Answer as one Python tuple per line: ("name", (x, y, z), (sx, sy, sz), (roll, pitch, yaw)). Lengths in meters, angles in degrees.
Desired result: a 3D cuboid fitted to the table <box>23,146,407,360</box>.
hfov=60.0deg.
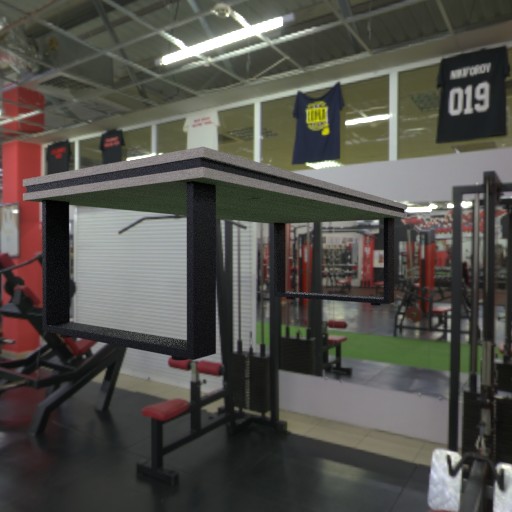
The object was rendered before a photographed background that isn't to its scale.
("table", (0.000, 0.000, 1.635), (0.700, 0.450, 1.350), (0, 1, 35))
